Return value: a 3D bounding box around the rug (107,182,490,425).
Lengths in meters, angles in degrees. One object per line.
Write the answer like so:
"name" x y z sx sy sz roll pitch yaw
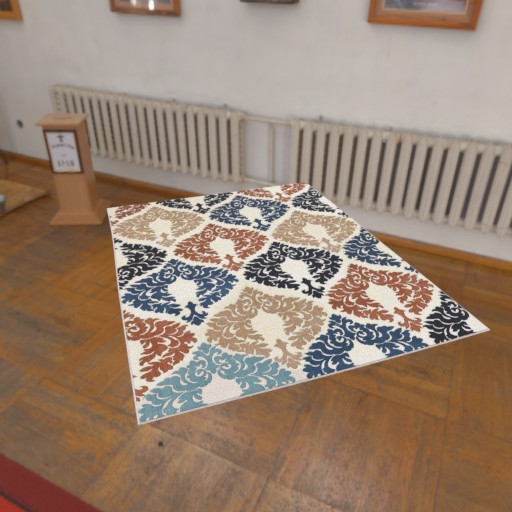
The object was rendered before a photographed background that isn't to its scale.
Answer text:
"rug" 0.000 0.000 3.983 2.423 0.014 3.040 -10 32 -17
